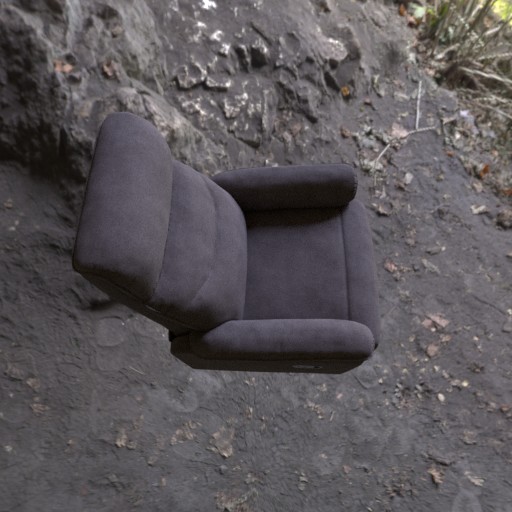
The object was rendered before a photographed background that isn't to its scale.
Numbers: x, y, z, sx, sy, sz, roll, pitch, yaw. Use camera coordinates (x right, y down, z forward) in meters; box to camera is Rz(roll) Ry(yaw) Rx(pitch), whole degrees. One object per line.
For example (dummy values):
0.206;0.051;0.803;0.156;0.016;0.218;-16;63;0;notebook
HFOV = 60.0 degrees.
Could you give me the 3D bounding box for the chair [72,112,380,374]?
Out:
0.000;0.000;1.738;1.009;1.036;0.830;1;64;0;chair
